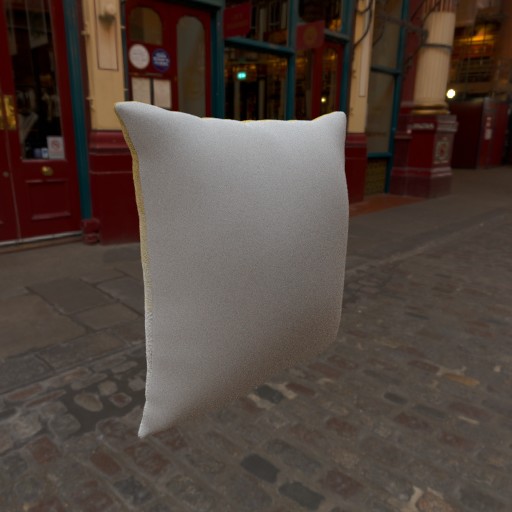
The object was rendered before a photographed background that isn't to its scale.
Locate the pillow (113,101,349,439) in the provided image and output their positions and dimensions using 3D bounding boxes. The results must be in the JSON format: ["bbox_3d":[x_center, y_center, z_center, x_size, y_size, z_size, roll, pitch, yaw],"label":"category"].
[{"bbox_3d":[0.000,0.000,0.705,0.450,0.450,0.211,-15,21,-43],"label":"pillow"}]
